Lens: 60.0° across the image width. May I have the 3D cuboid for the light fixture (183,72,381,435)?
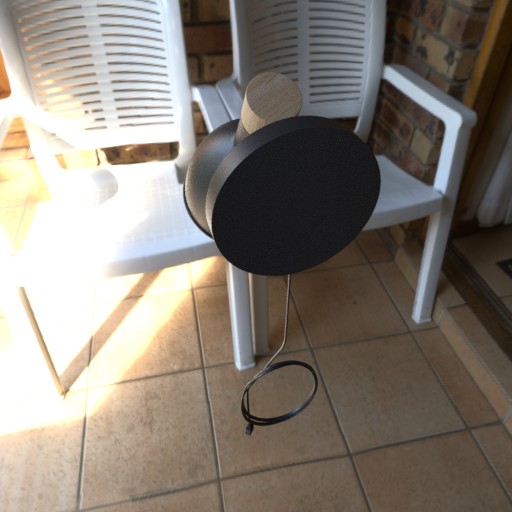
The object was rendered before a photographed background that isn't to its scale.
[{"bbox_3d":[0.000,0.000,0.471,0.127,0.401,0.203,-12,43,-13],"label":"light fixture"}]
